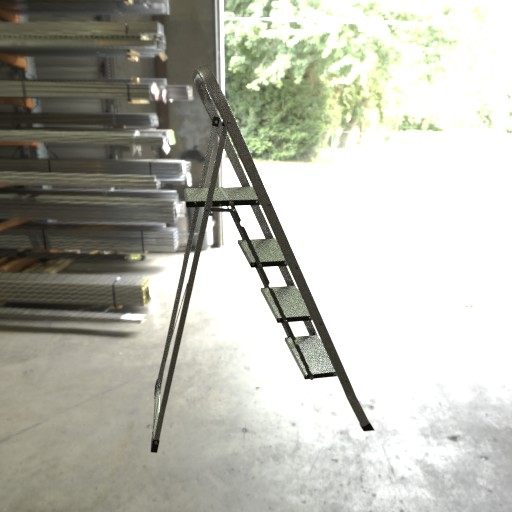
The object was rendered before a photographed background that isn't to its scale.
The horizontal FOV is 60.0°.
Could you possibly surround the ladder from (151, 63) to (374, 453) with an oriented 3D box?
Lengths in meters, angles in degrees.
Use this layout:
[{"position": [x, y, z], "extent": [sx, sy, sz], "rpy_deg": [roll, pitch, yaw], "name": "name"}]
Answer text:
[{"position": [0.000, 0.000, 1.643], "extent": [0.830, 1.290, 0.465], "rpy_deg": [-3, 17, -10], "name": "ladder"}]
